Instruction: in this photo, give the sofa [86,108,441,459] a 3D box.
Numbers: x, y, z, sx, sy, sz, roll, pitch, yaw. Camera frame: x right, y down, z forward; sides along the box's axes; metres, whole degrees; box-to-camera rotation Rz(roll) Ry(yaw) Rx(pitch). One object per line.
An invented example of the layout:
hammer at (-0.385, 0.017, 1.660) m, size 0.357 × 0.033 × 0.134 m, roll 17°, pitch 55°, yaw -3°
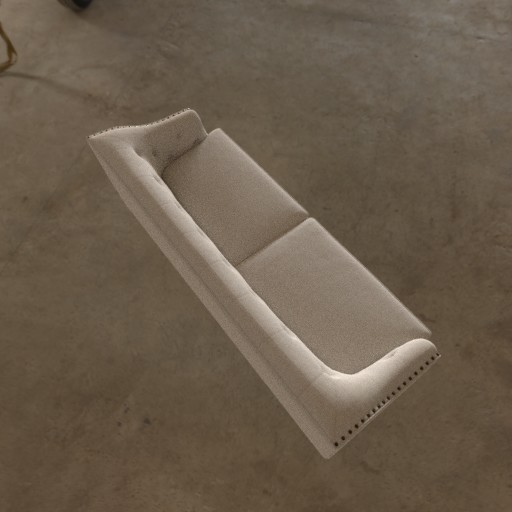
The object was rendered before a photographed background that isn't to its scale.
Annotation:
sofa at (0.000, 0.000, 2.722) m, size 0.914 × 0.901 × 2.235 m, roll -33°, pitch 64°, yaw -19°
